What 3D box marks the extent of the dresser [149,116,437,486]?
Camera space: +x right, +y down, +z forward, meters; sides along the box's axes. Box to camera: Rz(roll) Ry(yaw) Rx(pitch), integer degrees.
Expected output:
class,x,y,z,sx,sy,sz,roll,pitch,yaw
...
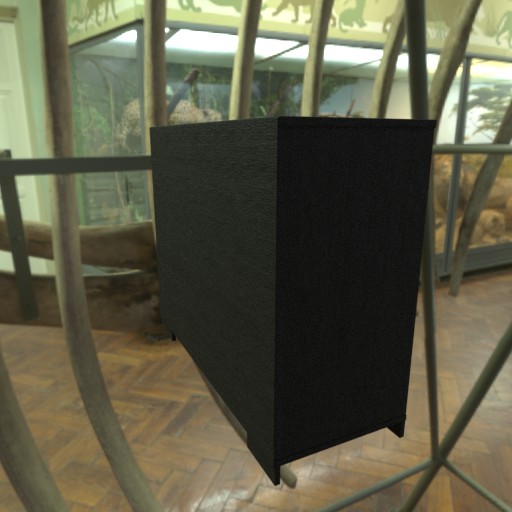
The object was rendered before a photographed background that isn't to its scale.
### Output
class,x,y,z,sx,sy,sz,roll,pitch,yaw
dresser,0.000,0.000,1.431,0.404,0.816,0.994,-7,17,-25
